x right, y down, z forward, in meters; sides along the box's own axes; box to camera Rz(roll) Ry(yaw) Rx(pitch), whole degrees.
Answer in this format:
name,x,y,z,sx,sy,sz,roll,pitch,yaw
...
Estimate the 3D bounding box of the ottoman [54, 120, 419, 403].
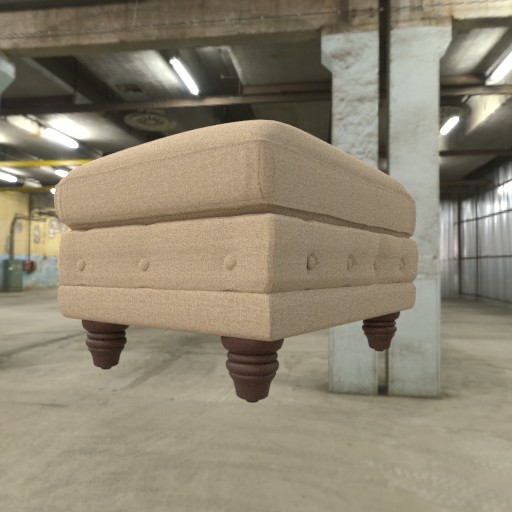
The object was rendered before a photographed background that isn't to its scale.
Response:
name,x,y,z,sx,sy,sz,roll,pitch,yaw
ottoman,0.000,0.000,1.001,0.541,0.463,0.684,-1,-2,37
